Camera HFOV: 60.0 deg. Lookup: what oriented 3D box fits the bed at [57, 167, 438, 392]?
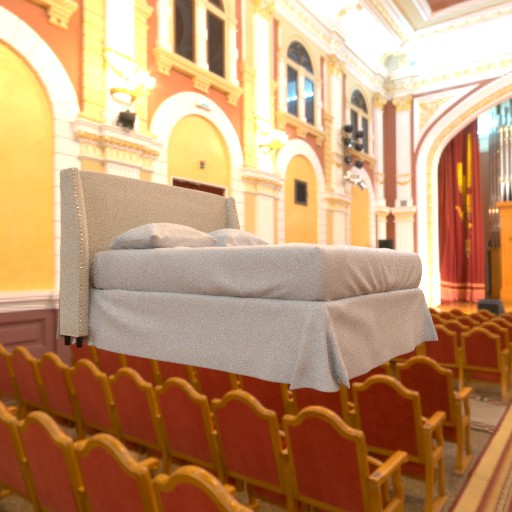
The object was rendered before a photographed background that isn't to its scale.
[{"bbox_3d":[0.000,0.000,3.384,2.276,1.332,1.925,-1,-1,37],"label":"bed"}]
